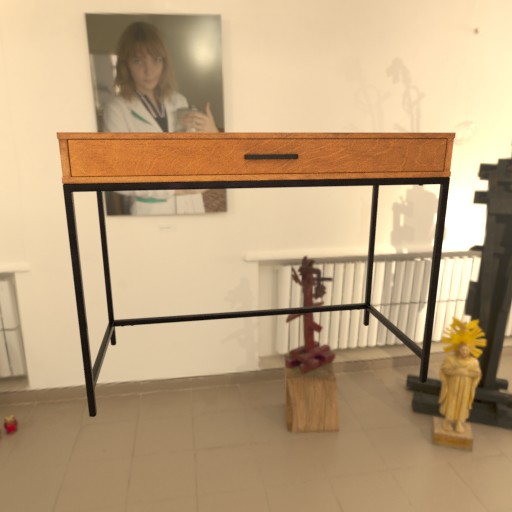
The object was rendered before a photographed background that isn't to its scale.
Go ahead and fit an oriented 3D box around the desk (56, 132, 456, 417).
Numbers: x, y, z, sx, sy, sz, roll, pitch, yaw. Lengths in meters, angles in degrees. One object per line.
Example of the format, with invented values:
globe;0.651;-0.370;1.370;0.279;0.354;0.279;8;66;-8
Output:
desk;0.000;0.000;1.422;1.016;0.762;0.470;-3;16;-10
